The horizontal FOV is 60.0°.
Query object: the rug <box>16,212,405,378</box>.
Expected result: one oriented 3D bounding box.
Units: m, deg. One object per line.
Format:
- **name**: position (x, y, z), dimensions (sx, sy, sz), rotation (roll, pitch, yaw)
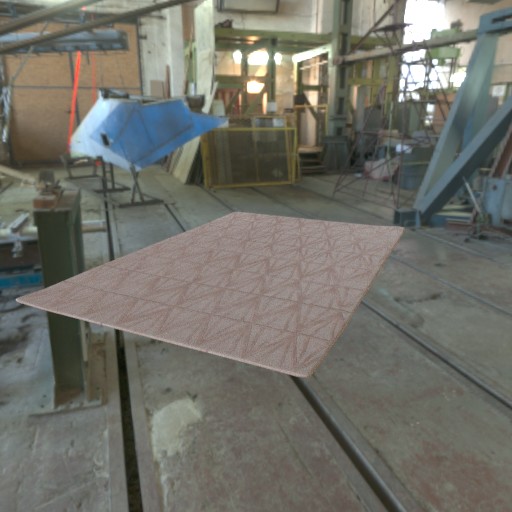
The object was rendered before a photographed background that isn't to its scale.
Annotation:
- **rug**: position (0.000, 0.000, 2.270), dimensions (1.230, 0.025, 1.837), rotation (8, 20, 24)
